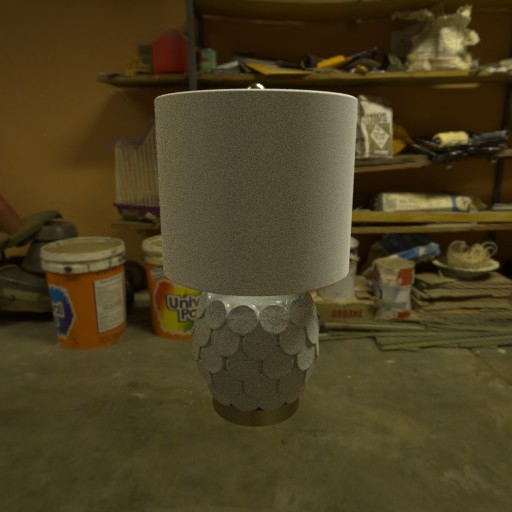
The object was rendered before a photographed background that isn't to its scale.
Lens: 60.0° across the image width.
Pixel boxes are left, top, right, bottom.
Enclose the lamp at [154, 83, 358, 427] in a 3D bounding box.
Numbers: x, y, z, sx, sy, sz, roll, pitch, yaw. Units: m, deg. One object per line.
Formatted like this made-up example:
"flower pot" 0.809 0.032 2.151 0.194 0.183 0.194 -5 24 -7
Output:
"lamp" 0.000 0.000 0.617 0.254 0.452 0.254 0 14 0
